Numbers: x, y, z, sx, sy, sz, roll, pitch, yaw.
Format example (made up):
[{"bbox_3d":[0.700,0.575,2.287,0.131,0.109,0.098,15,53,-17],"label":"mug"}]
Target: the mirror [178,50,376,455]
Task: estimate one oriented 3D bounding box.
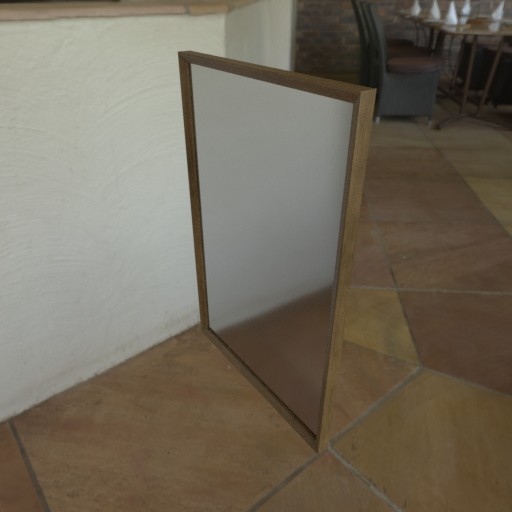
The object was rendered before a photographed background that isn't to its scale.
[{"bbox_3d":[0.000,0.000,1.149,0.041,0.915,0.609,-21,37,-30],"label":"mirror"}]
